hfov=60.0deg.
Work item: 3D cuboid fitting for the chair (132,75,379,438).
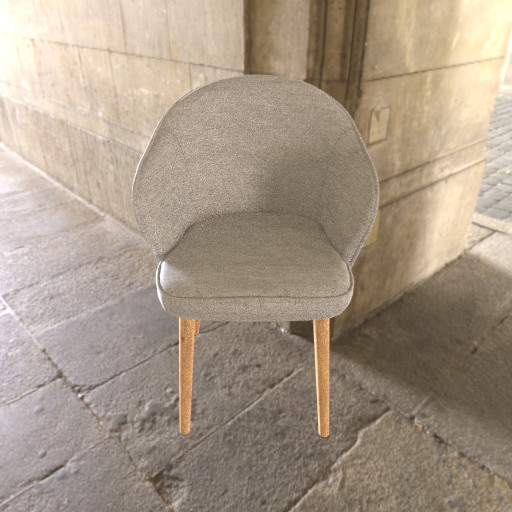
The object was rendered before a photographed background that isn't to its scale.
[{"bbox_3d":[0.000,0.000,1.138,0.540,0.800,0.530,1,30,1],"label":"chair"}]
